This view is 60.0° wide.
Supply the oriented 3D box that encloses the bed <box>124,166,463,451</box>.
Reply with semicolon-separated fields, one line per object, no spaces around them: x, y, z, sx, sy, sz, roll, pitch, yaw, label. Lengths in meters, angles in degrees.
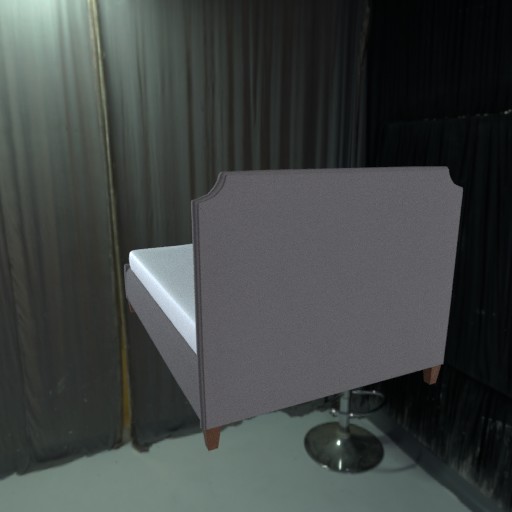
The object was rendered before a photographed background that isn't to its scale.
0.000;0.000;3.486;1.713;1.443;2.372;-6;15;-25;bed
